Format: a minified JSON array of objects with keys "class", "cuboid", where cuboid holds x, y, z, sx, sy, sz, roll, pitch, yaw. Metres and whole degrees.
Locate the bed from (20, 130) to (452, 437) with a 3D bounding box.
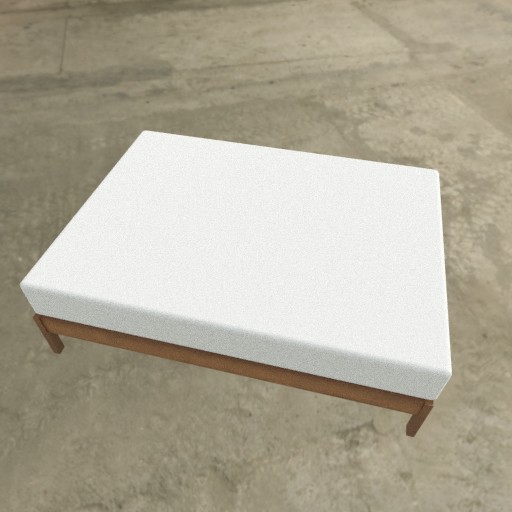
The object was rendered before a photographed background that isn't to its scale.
[{"class":"bed","cuboid":[0.000,0.000,2.708,2.050,0.593,1.529,10,47,10]}]
